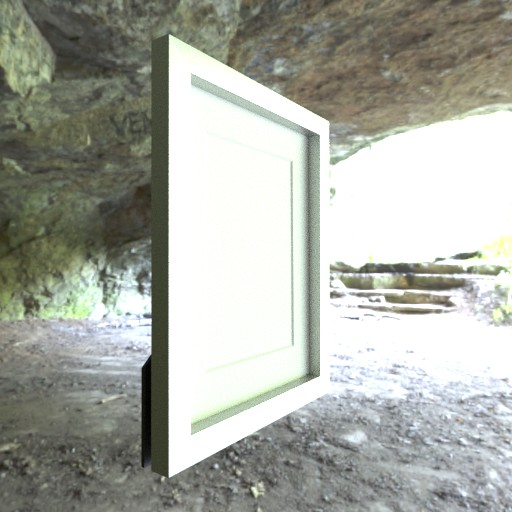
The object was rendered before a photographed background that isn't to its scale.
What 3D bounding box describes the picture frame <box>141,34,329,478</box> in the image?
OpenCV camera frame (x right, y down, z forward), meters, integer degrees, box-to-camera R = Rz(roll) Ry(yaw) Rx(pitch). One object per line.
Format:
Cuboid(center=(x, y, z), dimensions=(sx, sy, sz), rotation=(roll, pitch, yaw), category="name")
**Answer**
Cuboid(center=(0.000, 0.000, 0.519), dimensions=(0.036, 0.386, 0.307), rotation=(0, 0, 36), category="picture frame")
